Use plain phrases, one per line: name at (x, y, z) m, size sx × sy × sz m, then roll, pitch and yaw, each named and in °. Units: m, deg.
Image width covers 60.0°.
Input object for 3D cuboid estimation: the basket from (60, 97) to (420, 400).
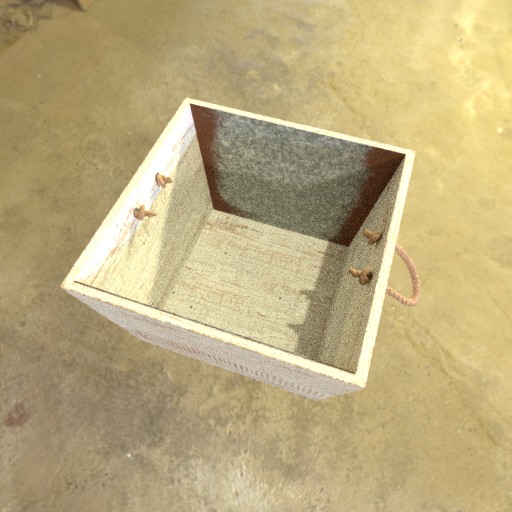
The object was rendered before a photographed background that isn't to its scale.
basket at (0.000, 0.000, 0.764) m, size 0.545 × 0.247 × 0.413 m, roll 16°, pitch 59°, yaw 10°
